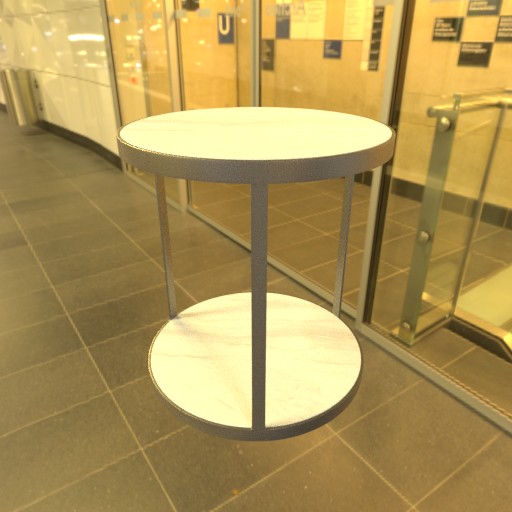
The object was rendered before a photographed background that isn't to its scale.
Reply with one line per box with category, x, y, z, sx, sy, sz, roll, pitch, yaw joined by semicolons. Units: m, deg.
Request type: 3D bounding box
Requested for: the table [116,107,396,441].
table;0.000;0.000;0.839;0.445;0.479;0.445;0;27;0
